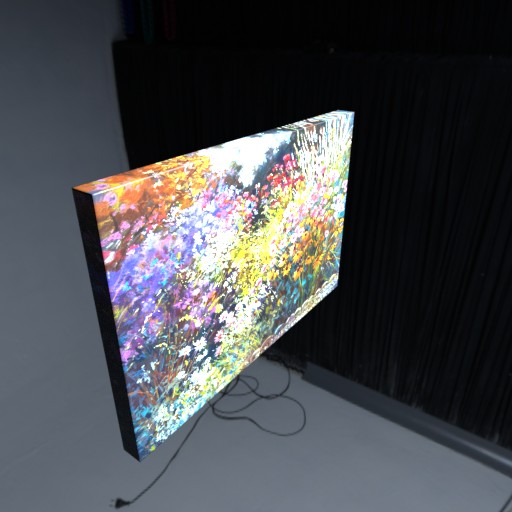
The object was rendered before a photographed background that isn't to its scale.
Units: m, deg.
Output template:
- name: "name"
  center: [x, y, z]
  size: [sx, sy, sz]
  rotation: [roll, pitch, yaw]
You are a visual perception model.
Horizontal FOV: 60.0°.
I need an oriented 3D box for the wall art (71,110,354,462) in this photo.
- name: "wall art"
  center: [0.000, 0.000, 0.773]
  size: [0.037, 0.406, 0.610]
  rotation: [19, 33, 32]
